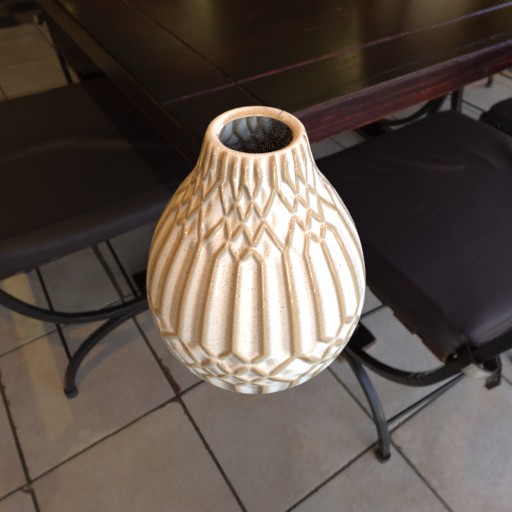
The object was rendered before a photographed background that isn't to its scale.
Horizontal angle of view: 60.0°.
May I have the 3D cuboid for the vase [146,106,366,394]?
[{"bbox_3d":[0.000,0.000,0.312,0.159,0.200,0.159,0,47,0],"label":"vase"}]
